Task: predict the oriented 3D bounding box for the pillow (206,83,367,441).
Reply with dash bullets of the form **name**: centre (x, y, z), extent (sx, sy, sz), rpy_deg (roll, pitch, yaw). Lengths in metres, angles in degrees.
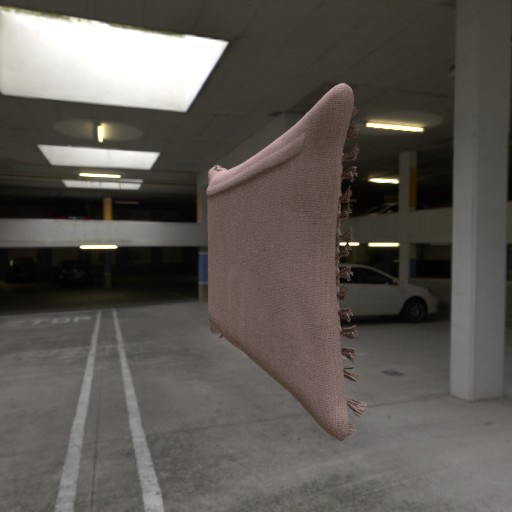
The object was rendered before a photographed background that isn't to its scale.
- **pillow**: centre (0.000, 0.000, 0.584), extent (0.084, 0.305, 0.466), rpy_deg (-1, 2, -19)
